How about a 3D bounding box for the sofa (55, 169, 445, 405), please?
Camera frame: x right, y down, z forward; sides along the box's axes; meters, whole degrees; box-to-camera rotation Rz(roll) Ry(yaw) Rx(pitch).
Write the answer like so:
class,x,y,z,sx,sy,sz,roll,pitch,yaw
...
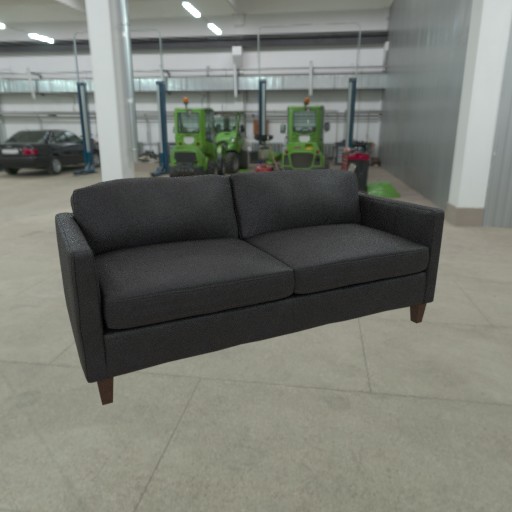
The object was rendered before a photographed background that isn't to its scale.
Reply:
class,x,y,z,sx,sy,sz,roll,pitch,yaw
sofa,0.000,0.000,2.471,1.971,0.863,0.933,-8,18,-26
